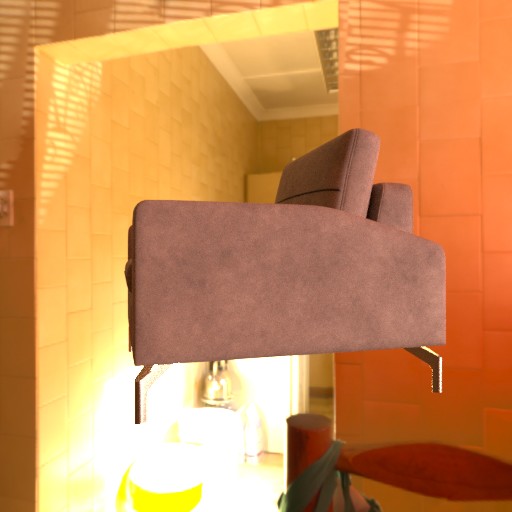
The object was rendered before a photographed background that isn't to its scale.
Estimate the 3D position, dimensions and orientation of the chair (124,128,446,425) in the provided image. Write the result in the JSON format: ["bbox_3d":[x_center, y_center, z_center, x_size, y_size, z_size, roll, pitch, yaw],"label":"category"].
[{"bbox_3d":[0.000,0.000,1.583,0.900,0.800,0.900,0,0,-17],"label":"chair"}]
